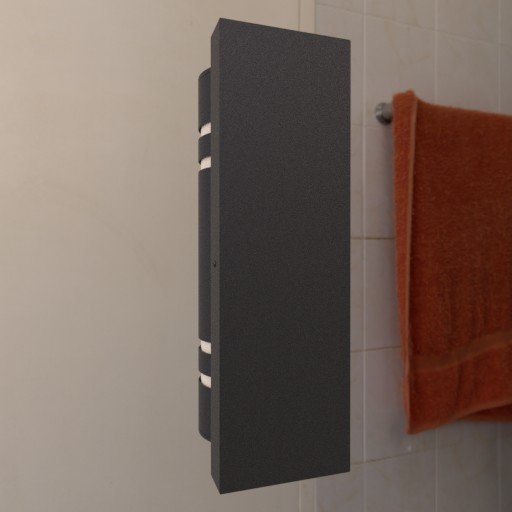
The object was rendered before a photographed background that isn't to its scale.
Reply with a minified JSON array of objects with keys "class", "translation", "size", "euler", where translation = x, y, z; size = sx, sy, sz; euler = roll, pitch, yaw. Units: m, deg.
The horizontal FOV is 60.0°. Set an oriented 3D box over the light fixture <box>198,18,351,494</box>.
[{"class":"light fixture","translation":[0.000,0.000,0.394],"size":[0.105,0.330,0.149],"euler":[0,0,-18]}]
